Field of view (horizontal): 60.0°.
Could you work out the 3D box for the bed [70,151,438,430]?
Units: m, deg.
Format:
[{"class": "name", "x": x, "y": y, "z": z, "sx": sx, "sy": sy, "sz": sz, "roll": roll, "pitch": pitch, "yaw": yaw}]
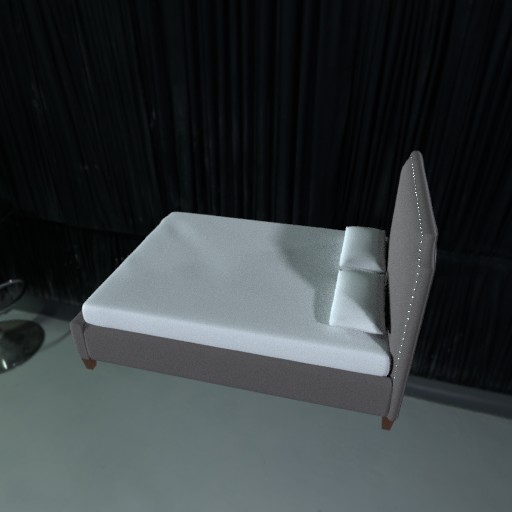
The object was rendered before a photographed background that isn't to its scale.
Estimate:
[{"class": "bed", "x": 0.000, "y": 0.000, "z": 3.504, "sx": 2.372, "sy": 1.443, "sz": 1.713, "roll": 8, "pitch": 32, "yaw": 12}]
